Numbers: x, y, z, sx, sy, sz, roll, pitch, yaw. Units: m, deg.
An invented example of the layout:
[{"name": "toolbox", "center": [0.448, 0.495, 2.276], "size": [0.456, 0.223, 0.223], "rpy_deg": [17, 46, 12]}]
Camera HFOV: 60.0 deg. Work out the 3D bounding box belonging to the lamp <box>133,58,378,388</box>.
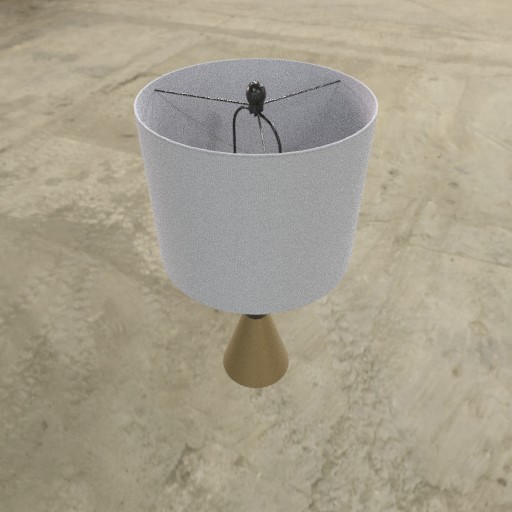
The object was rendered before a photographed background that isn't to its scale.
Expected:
[{"name": "lamp", "center": [0.000, 0.000, 0.737], "size": [0.304, 0.573, 0.304], "rpy_deg": [-26, 47, -26]}]
